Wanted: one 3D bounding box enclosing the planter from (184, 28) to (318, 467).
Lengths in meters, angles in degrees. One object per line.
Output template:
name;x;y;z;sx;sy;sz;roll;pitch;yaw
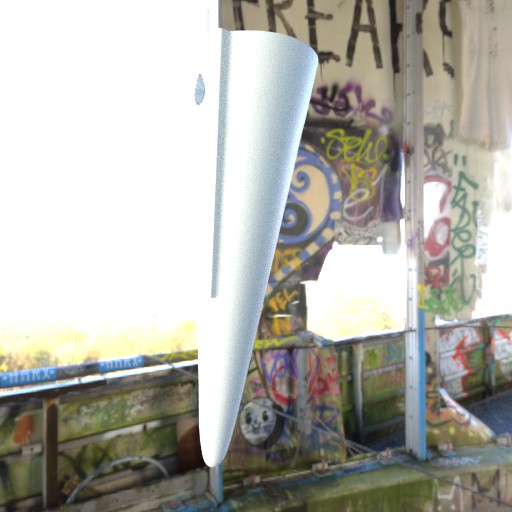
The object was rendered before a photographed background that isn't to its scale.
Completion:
planter;0.000;0.000;0.219;0.064;0.193;0.057;0;0;-37
